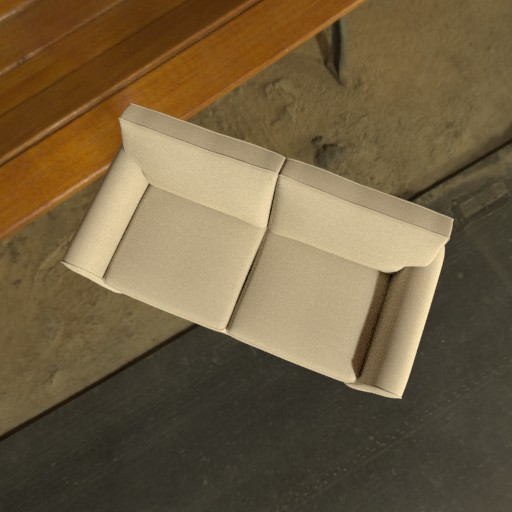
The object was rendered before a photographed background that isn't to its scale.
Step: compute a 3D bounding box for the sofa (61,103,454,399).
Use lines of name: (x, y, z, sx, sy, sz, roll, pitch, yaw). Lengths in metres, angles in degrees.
sofa: (0.000, 0.000, 2.307, 1.774, 0.933, 0.861, 21, 77, 5)
